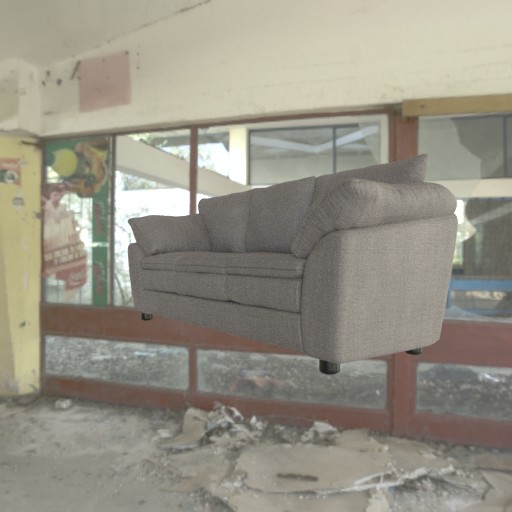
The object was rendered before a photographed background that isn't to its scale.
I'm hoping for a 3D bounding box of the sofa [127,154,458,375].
[{"bbox_3d":[0.000,0.000,2.840,0.878,0.996,2.334,0,0,-37],"label":"sofa"}]
